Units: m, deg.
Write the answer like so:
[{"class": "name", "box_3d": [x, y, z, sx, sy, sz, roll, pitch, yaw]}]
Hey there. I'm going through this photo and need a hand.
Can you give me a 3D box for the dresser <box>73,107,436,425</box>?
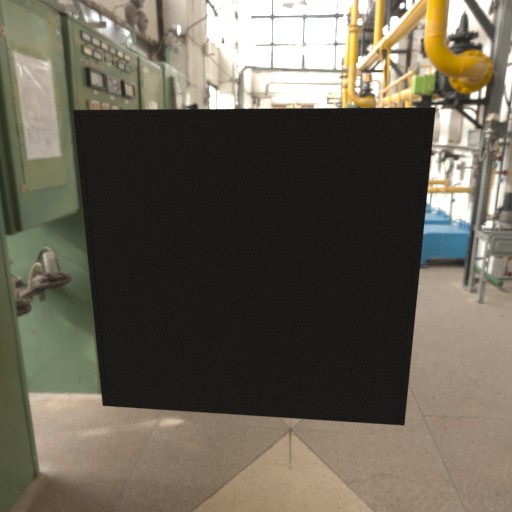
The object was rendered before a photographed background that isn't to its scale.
[{"class": "dresser", "box_3d": [0.000, 0.000, 1.174, 0.750, 0.720, 0.360, 2, 15, 6]}]
